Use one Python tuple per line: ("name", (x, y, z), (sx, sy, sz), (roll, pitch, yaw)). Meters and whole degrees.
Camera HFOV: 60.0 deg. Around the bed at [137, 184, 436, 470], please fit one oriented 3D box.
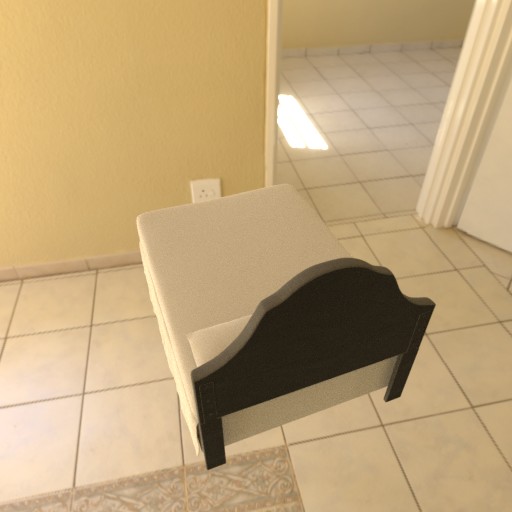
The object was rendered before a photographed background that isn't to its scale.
("bed", (0.000, 0.000, 3.405), (1.636, 1.575, 2.155), (-14, 43, -16))
